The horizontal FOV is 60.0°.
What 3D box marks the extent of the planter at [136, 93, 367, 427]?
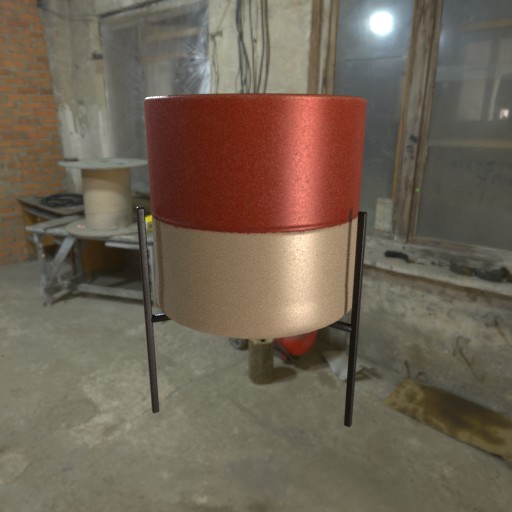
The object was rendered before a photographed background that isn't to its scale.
[{"bbox_3d":[0.000,0.000,0.533,0.235,0.354,0.251,2,17,6],"label":"planter"}]
